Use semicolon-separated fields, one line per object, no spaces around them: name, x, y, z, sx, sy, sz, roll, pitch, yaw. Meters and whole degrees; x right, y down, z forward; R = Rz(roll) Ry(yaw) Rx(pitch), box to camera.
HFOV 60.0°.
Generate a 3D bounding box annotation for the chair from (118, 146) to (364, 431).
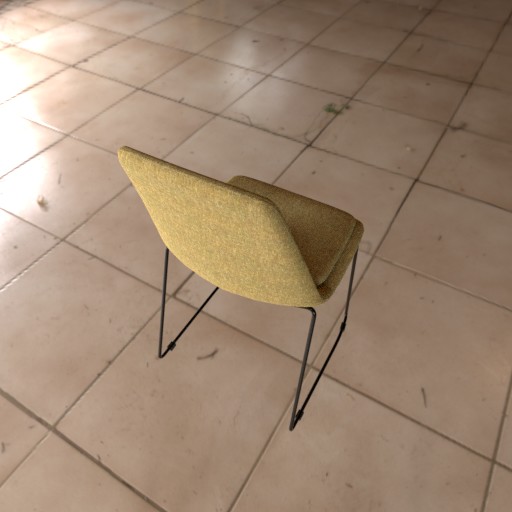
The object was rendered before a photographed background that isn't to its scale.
chair;0.000;0.000;1.146;0.479;0.849;0.496;23;52;20
